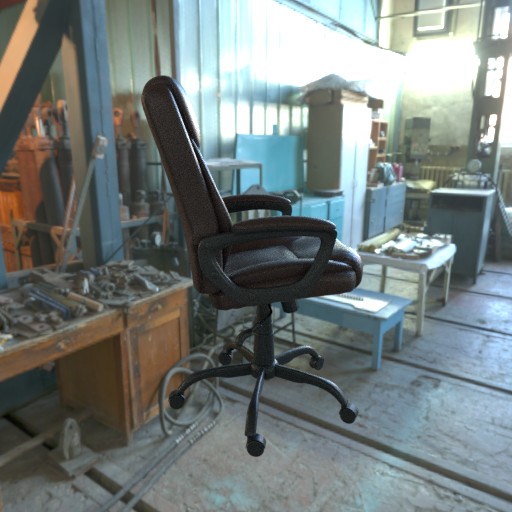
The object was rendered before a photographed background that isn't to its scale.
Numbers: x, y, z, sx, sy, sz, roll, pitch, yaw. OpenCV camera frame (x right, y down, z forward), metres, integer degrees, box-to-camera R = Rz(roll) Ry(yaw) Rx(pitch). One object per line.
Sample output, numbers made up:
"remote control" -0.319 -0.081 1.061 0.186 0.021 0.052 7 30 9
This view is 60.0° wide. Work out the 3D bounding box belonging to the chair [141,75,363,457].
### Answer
"chair" 0.000 0.000 1.473 0.655 1.072 0.615 -2 15 -9
